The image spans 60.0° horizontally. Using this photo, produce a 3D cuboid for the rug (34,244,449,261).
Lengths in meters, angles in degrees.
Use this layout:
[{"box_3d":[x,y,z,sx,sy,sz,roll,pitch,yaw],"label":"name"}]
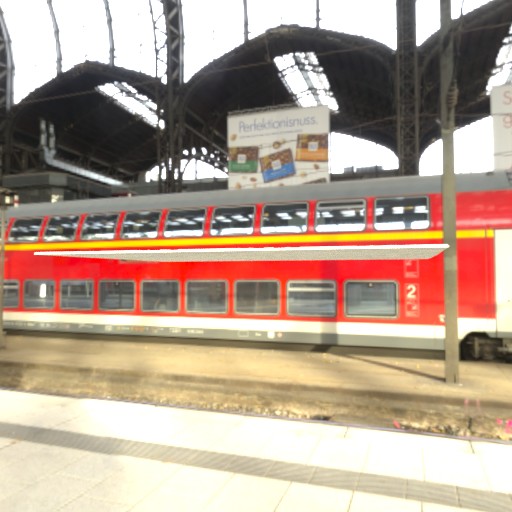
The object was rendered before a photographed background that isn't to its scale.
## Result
[{"box_3d":[0.000,0.000,2.992,2.275,0.014,1.514,-1,-3,18],"label":"rug"}]
